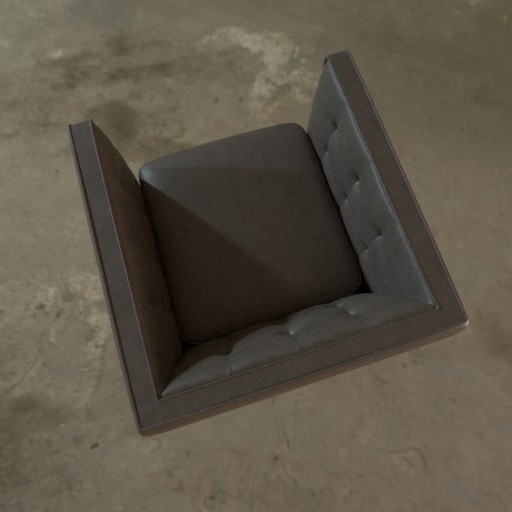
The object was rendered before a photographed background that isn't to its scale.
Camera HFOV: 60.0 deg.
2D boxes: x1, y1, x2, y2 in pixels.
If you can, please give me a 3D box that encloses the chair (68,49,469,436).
[{"bbox_3d":[0.000,0.000,1.538,0.880,0.790,0.894,-17,75,-5],"label":"chair"}]
